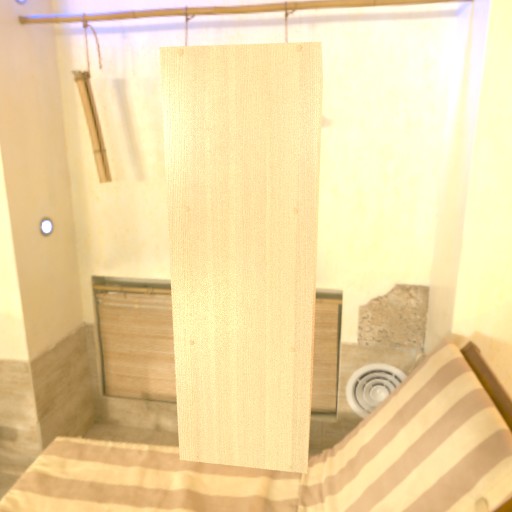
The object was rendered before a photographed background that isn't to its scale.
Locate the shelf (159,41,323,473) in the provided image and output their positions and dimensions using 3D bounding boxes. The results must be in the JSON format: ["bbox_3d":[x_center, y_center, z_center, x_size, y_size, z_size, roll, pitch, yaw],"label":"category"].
[{"bbox_3d":[0.000,0.000,1.091,0.292,0.876,0.417,2,14,8],"label":"shelf"}]
